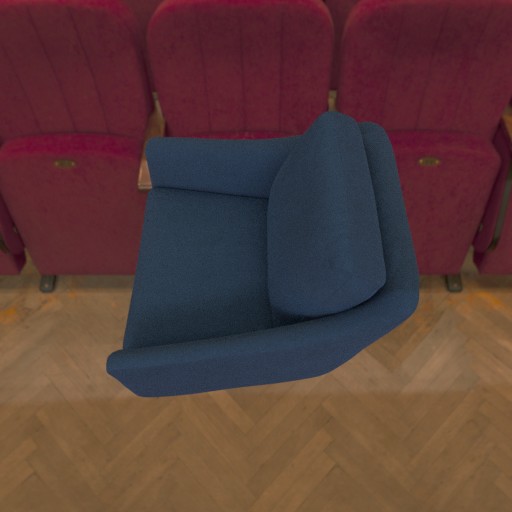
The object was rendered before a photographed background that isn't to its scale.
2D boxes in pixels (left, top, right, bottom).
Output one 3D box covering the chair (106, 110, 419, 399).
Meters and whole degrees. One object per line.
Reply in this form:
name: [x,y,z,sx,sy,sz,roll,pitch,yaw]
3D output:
chair: [0.000,0.000,1.715,0.961,0.899,0.987,0,59,0]
